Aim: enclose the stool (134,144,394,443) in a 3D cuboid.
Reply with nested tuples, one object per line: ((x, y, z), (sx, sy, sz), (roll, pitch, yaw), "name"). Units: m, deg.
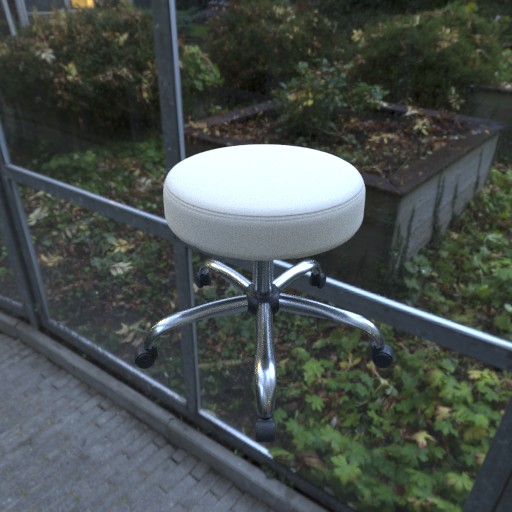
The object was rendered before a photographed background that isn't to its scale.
((0.000, 0.000, 1.073), (0.634, 0.482, 0.614), (-20, 36, -31), "stool")
